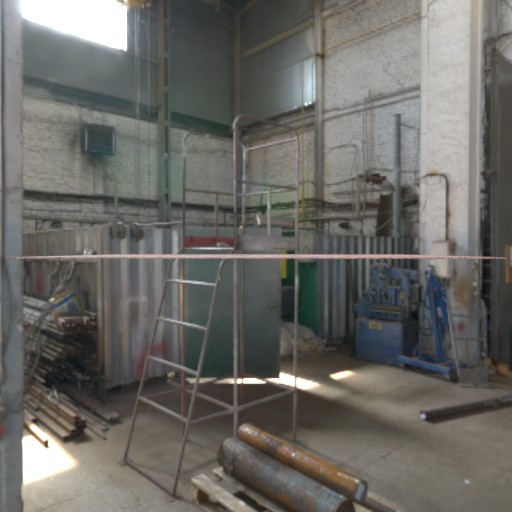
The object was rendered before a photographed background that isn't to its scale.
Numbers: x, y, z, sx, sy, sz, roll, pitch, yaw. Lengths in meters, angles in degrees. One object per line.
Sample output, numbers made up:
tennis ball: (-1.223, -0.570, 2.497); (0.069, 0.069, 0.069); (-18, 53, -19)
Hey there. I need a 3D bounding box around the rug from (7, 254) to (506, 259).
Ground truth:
rug: (0.000, 0.000, 2.227); (1.829, 0.005, 1.219); (0, 1, 1)
